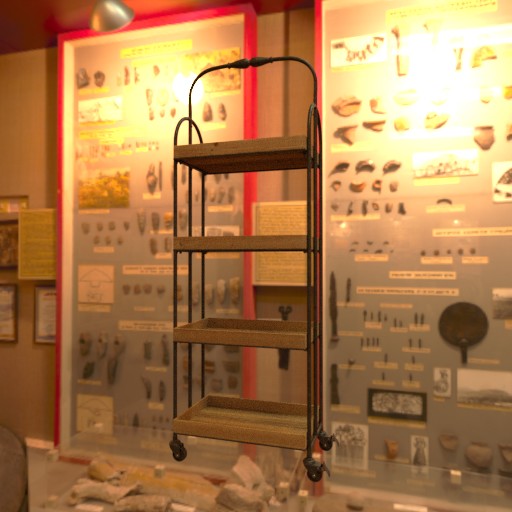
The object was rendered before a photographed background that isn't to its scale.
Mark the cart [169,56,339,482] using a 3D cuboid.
[{"bbox_3d":[0.000,0.000,1.650,0.581,1.481,0.308,0,0,17],"label":"cart"}]
